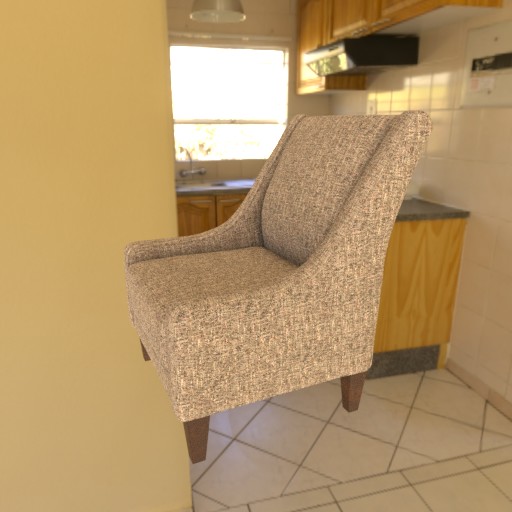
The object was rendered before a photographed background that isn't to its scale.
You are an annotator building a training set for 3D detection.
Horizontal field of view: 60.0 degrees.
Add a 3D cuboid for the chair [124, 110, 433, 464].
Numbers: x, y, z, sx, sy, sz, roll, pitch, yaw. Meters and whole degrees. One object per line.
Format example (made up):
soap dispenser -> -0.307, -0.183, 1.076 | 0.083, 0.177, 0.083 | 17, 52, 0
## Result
chair -> 0.000, 0.000, 1.635 | 0.870, 1.014, 0.774 | -8, 18, -24
